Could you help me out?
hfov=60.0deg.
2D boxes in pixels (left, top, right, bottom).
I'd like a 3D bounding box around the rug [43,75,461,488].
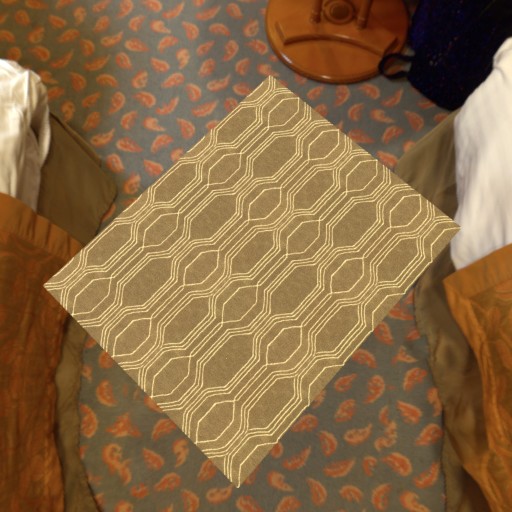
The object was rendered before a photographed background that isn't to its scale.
[{"bbox_3d":[0.000,0.000,4.114,2.457,0.012,3.062,42,79,10],"label":"rug"}]
